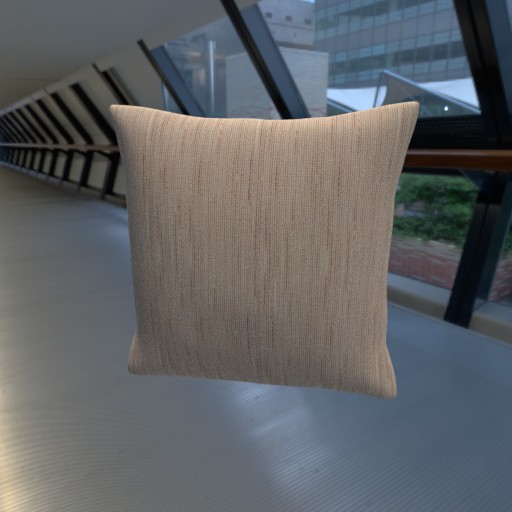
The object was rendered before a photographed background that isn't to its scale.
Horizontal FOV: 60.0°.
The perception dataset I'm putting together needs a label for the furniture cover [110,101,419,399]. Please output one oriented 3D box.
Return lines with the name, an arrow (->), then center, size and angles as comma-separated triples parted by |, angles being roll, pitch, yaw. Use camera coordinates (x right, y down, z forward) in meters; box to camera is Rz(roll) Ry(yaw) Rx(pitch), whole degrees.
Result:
furniture cover -> 0.000, 0.000, 0.773 | 0.512, 0.506, 0.178 | 3, 16, 9
